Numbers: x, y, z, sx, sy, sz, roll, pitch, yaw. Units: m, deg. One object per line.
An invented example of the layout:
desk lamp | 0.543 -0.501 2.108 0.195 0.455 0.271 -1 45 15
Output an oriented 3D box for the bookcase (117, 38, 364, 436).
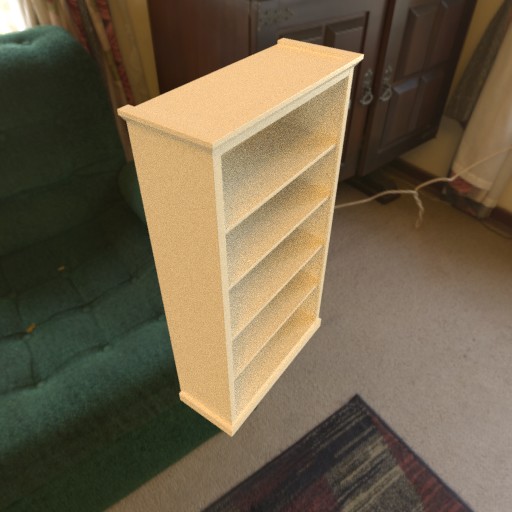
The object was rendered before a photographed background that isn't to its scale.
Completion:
bookcase | 0.000 0.000 2.381 0.432 1.880 1.050 26 47 26
